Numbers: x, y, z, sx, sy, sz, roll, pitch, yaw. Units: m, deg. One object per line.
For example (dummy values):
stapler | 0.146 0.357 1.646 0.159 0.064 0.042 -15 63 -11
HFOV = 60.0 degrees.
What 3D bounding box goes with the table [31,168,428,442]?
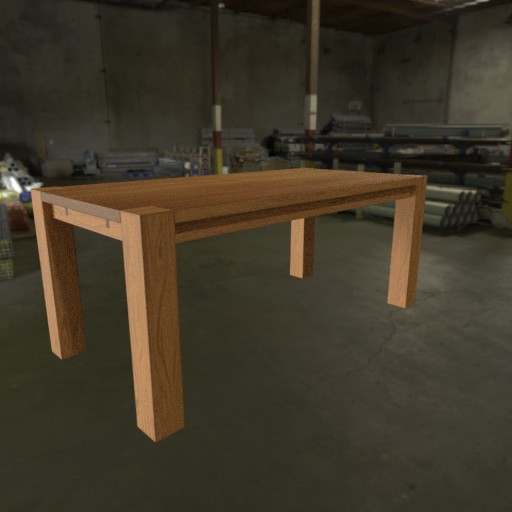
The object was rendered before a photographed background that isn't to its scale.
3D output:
table | 0.000 0.000 2.277 1.800 0.760 0.900 -14 21 -42
